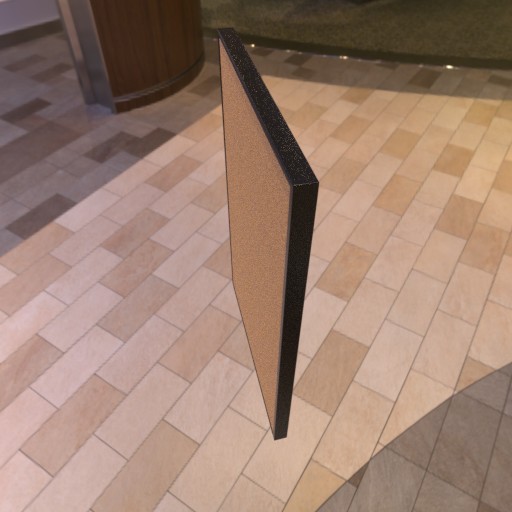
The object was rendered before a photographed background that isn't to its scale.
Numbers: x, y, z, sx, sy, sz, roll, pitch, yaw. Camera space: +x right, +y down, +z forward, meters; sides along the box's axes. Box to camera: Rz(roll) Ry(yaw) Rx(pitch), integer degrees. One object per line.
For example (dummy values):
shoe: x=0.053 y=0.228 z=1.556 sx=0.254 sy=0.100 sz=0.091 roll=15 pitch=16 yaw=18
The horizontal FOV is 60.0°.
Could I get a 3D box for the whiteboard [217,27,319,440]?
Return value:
whiteboard: x=0.000 y=0.000 z=0.770 sx=0.026 sy=0.611 sz=0.406 roll=-10 pitch=47 yaw=-9
